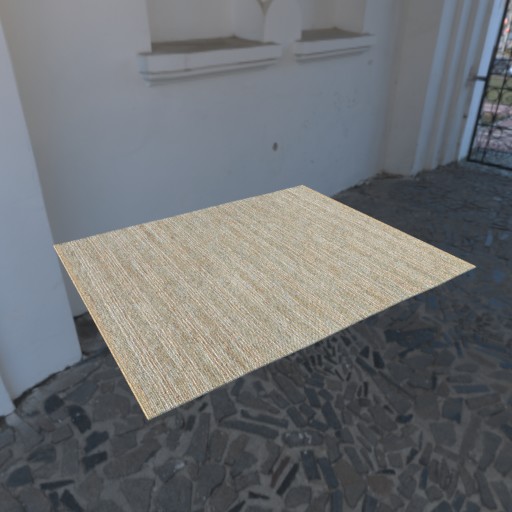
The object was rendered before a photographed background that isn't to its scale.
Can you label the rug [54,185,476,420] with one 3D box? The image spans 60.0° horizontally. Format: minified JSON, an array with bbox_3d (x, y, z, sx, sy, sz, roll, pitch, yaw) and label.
[{"bbox_3d":[0.000,0.000,4.076,3.034,0.012,2.471,-18,34,-29],"label":"rug"}]
